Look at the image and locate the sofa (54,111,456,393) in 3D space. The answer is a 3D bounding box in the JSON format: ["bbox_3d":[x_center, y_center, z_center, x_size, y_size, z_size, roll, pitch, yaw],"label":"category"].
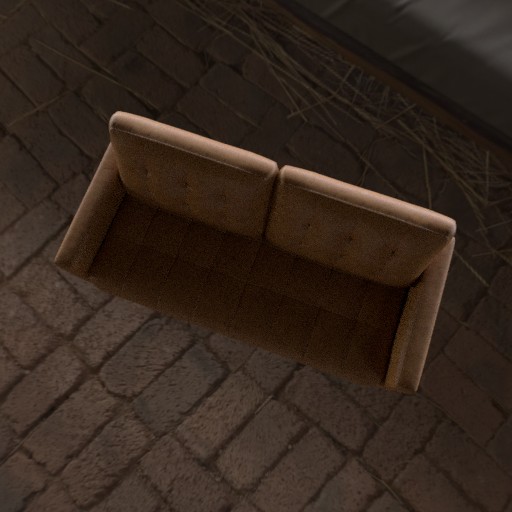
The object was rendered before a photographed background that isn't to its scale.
[{"bbox_3d":[0.000,0.000,2.256,1.821,0.898,0.850,19,77,5],"label":"sofa"}]
